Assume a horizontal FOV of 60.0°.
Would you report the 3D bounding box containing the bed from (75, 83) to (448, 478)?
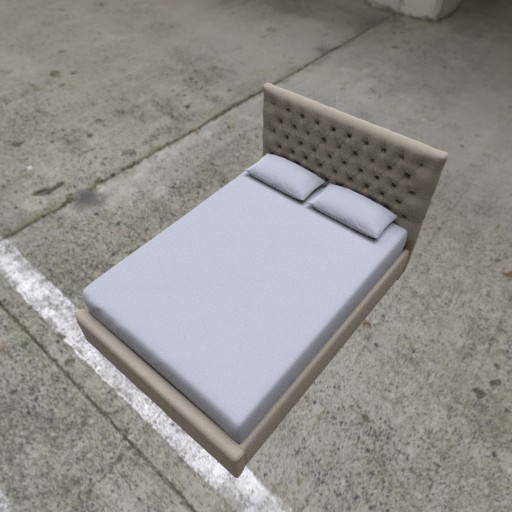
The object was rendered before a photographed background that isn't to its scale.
[{"bbox_3d":[0.000,0.000,3.458,1.698,1.427,2.387,32,55,26],"label":"bed"}]
